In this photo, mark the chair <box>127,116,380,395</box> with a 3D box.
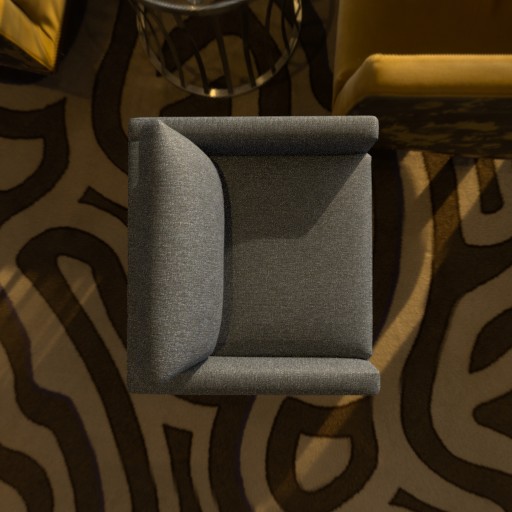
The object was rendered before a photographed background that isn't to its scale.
[{"bbox_3d":[0.000,0.000,1.672,0.866,0.861,0.963,0,89,1],"label":"chair"}]
